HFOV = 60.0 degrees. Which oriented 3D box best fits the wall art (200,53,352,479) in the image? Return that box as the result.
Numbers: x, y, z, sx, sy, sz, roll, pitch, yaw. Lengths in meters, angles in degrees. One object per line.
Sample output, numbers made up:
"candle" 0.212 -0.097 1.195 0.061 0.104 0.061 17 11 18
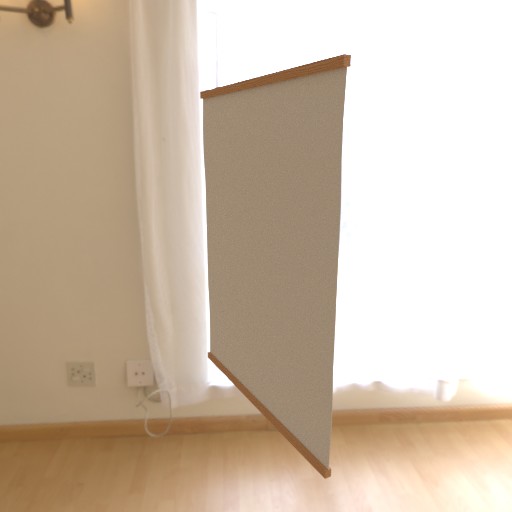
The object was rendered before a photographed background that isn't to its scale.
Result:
"wall art" 0.000 0.000 0.805 0.011 0.605 0.458 -8 16 -28
